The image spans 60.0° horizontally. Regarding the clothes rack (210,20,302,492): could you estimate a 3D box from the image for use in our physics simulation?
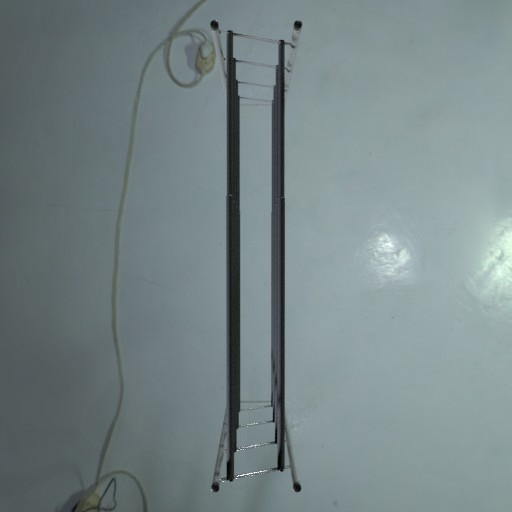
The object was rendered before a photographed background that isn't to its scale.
[{"bbox_3d":[0.000,0.000,1.427,0.229,0.672,1.168,0,91,0],"label":"clothes rack"}]
